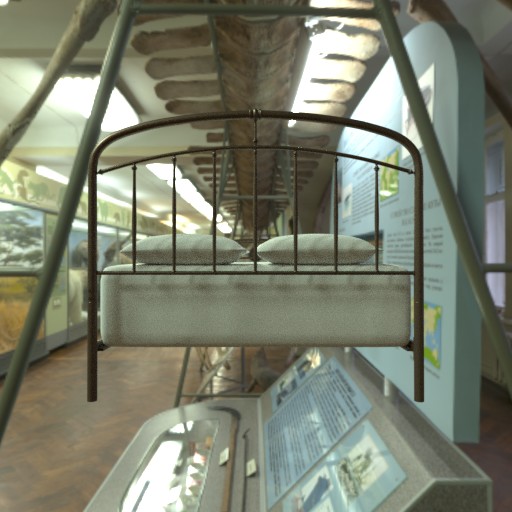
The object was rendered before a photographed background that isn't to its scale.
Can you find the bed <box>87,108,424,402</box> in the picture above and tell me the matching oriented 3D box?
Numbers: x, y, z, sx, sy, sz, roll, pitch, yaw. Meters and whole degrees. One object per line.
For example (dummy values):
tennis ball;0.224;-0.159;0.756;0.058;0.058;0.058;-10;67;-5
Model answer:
bed;0.000;0.000;3.289;1.711;1.475;2.168;0;-1;0
